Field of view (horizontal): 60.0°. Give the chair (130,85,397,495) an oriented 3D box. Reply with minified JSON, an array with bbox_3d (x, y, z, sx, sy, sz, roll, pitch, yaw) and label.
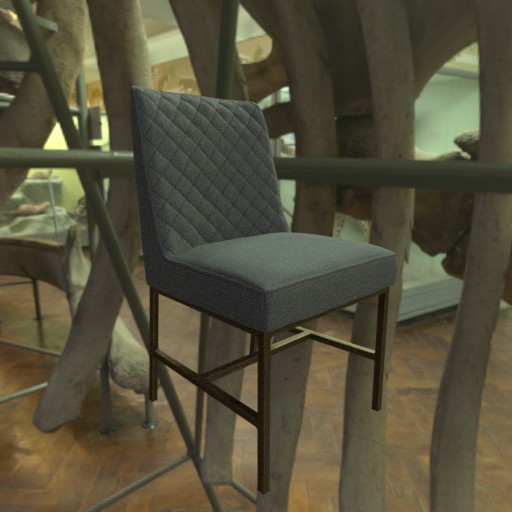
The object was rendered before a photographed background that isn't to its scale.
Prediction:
[{"bbox_3d":[0.000,0.000,1.207,0.508,0.889,0.587,-12,17,-43],"label":"chair"}]
